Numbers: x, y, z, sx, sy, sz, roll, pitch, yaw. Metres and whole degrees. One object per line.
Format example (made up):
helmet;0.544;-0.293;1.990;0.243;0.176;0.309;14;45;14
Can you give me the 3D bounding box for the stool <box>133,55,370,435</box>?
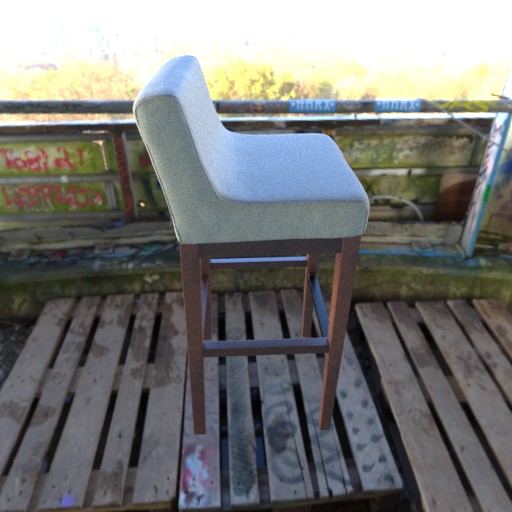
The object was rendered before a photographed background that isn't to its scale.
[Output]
stool;0.000;0.000;1.311;0.500;1.037;0.511;-1;32;-2
